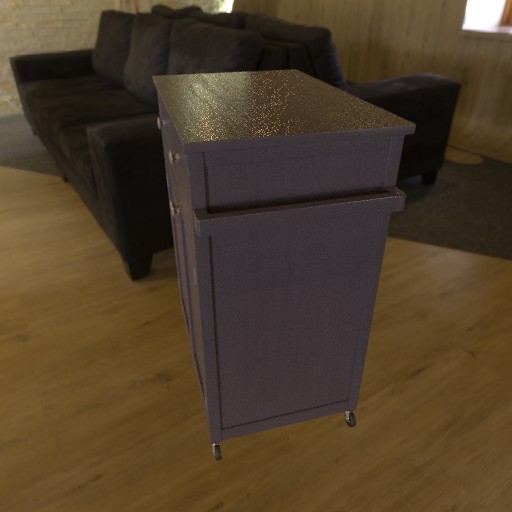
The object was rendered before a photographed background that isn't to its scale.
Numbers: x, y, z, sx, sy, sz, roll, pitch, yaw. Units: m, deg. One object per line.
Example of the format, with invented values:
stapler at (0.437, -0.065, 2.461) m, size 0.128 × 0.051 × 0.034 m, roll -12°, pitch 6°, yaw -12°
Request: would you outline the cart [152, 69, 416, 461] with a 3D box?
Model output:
cart at (0.000, 0.000, 1.269) m, size 0.449 × 0.878 × 0.690 m, roll -8°, pitch 32°, yaw -13°
